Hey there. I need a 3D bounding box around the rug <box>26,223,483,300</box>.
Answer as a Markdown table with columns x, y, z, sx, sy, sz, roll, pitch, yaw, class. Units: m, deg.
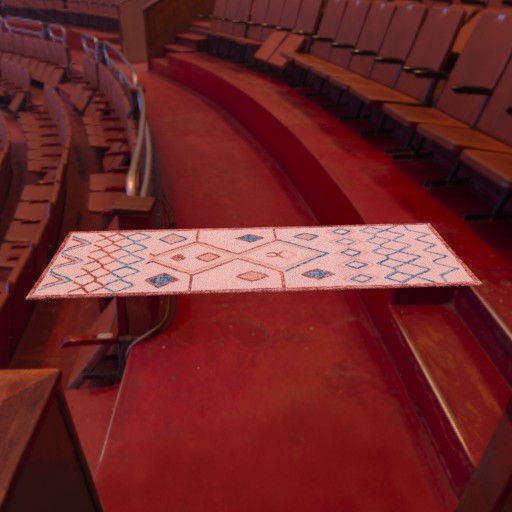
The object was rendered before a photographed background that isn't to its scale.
| x | y | z | sx | sy | sz | roll | pitch | yaw | class |
| --- | --- | --- | --- | --- | --- | --- | --- | --- | --- |
| 0.000 | 0.000 | 2.674 | 2.435 | 0.011 | 0.750 | -2 | 31 | -3 | rug |
